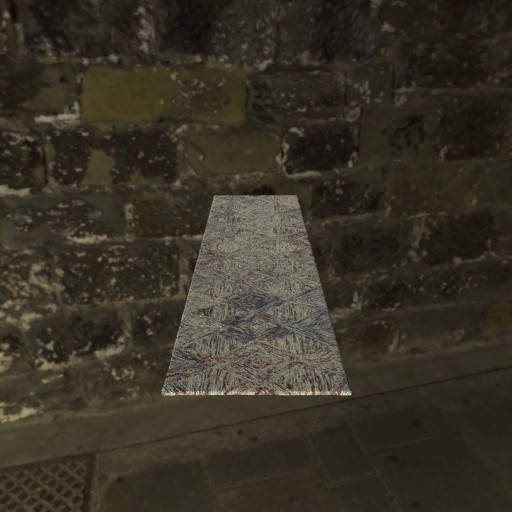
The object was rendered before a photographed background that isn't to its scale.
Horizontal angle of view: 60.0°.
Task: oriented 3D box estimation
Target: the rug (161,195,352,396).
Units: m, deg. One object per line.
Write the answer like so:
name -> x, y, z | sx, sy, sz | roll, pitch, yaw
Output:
rug -> 0.000, 0.000, 2.623 | 0.688, 0.015, 2.292 | 0, 26, 0
